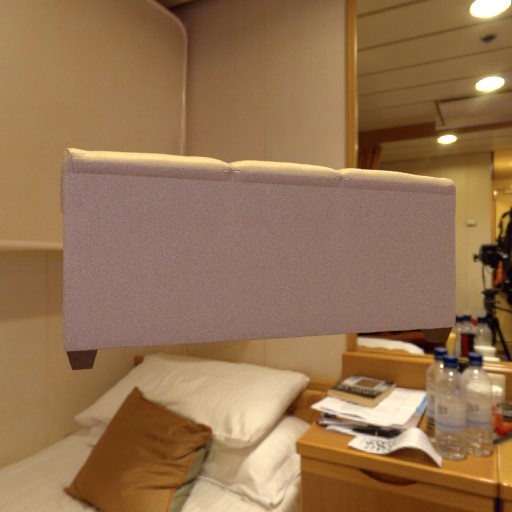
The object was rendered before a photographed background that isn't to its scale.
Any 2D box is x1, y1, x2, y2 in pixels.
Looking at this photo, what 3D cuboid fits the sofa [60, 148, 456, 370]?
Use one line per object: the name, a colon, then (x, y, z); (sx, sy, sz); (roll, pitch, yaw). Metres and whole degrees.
sofa: (0.000, 0.000, 2.580); (2.024, 0.958, 0.997); (0, 0, -19)
